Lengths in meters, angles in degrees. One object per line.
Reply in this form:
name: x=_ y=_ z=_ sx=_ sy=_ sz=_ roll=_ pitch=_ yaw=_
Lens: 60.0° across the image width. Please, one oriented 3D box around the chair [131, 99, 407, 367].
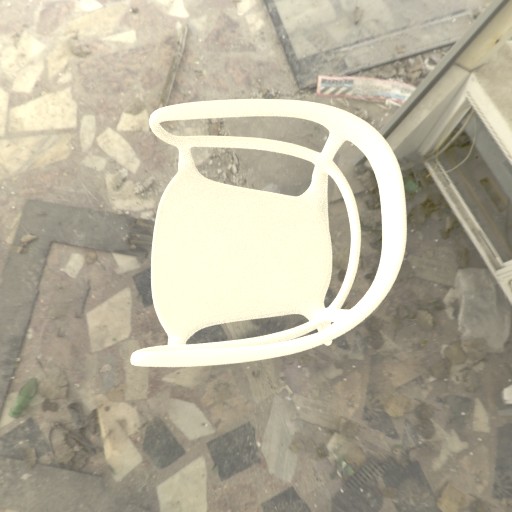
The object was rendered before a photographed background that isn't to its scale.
chair: x=0.000 y=0.000 z=1.146 sx=0.527 sy=0.761 sz=0.559 roll=1 pitch=76 yaw=0
